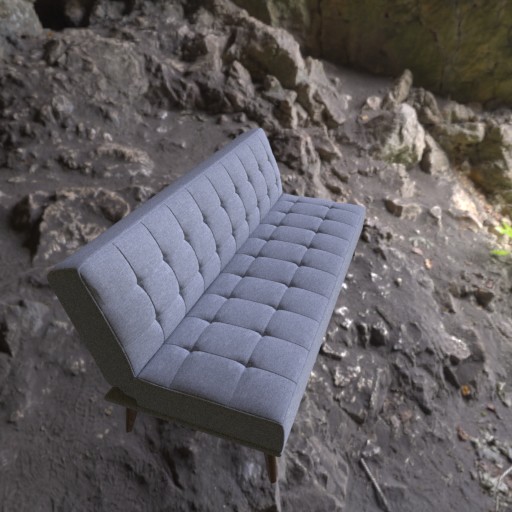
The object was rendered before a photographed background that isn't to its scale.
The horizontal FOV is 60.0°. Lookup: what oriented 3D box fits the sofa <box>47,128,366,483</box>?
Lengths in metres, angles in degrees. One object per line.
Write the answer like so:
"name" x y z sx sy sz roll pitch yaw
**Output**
"sofa" 0.000 0.000 2.245 0.860 0.810 1.800 11 33 17
